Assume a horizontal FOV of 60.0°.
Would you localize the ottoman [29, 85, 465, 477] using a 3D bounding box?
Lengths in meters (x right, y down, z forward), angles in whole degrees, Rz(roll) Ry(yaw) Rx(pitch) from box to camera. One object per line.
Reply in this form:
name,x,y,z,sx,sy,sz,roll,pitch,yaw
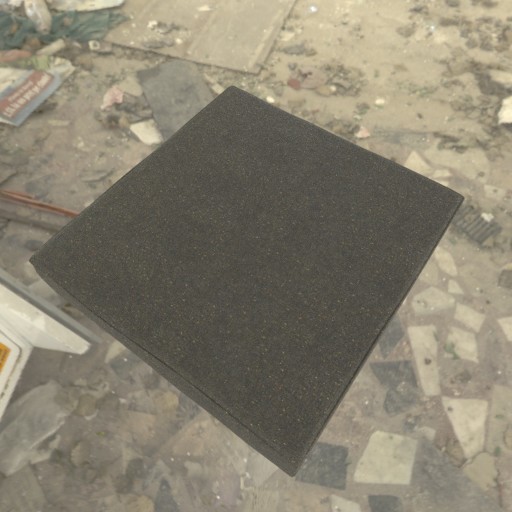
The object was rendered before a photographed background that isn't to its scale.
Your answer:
ottoman,0.000,0.000,1.516,0.968,0.382,1.004,32,63,18
